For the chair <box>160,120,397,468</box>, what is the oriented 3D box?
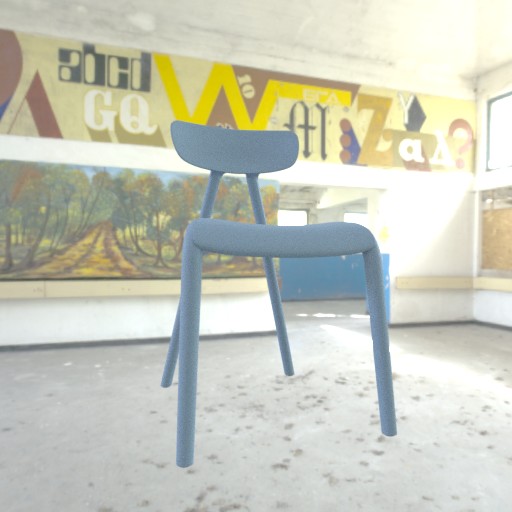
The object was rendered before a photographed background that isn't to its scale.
[{"bbox_3d":[0.000,0.000,0.846,0.356,0.580,0.401,0,0,-18],"label":"chair"}]
